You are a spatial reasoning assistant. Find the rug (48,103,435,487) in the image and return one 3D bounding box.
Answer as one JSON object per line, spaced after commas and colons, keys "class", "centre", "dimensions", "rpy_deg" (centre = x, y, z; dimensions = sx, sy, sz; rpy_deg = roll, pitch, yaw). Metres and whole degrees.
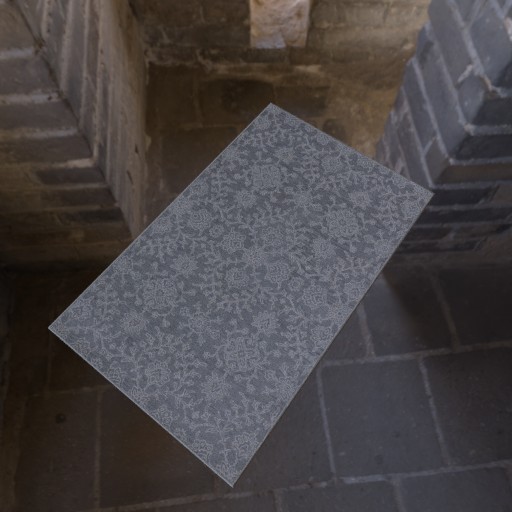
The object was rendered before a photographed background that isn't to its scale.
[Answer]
{"class": "rug", "centre": [0.000, 0.000, 3.076], "dimensions": [1.515, 0.010, 2.430], "rpy_deg": [34, 69, 15]}
